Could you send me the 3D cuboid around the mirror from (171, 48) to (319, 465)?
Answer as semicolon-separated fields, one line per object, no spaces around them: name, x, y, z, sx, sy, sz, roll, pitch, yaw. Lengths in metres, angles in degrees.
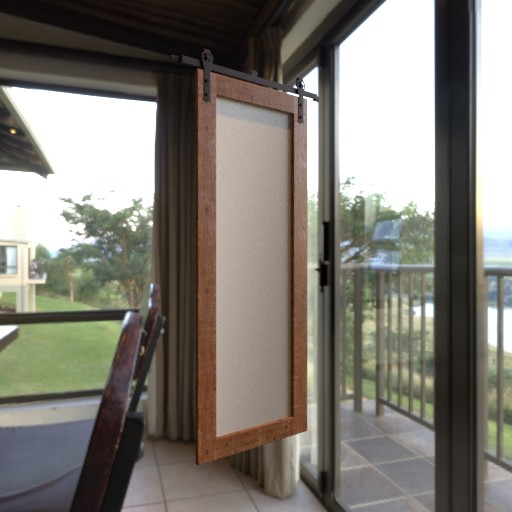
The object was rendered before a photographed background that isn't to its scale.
mirror;0.000;0.000;2.089;0.847;1.793;0.042;0;0;-36
